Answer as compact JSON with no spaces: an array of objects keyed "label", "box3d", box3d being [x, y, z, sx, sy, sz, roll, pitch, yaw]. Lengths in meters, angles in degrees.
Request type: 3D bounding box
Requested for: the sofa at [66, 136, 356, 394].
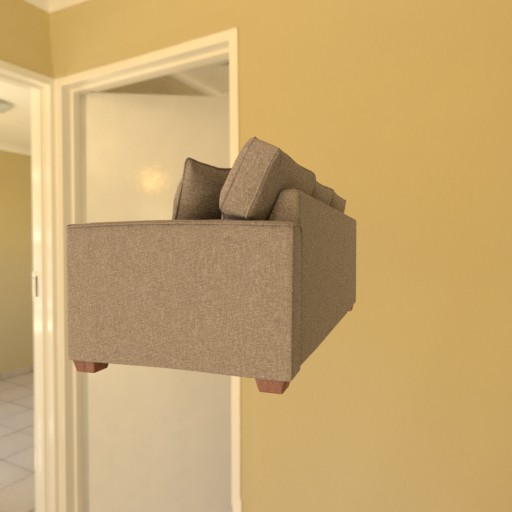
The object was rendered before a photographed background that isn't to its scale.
[{"label":"sofa","box3d":[0.000,0.000,2.833,1.061,0.962,2.317,0,1,19]}]
